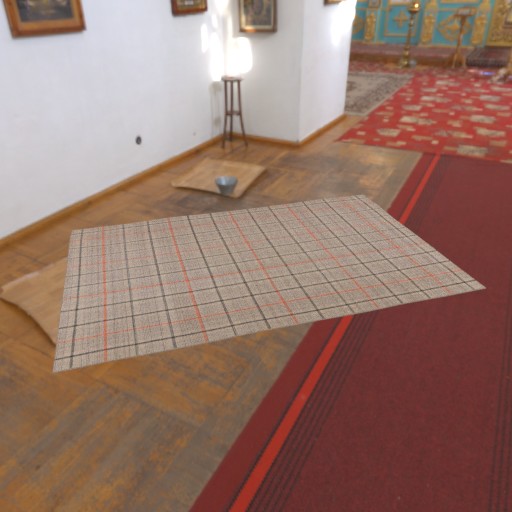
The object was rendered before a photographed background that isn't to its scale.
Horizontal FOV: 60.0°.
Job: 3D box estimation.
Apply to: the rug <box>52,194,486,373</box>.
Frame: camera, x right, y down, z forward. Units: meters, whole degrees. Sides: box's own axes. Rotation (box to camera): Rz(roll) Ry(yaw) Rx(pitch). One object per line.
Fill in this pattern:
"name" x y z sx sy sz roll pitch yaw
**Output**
"rug" 0.000 0.000 2.999 2.439 0.015 1.524 -9 31 -14
